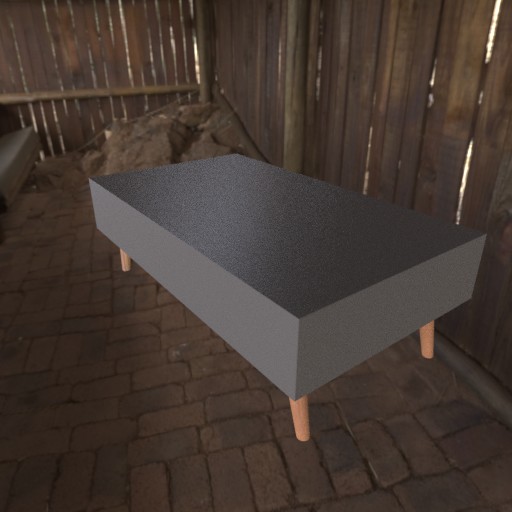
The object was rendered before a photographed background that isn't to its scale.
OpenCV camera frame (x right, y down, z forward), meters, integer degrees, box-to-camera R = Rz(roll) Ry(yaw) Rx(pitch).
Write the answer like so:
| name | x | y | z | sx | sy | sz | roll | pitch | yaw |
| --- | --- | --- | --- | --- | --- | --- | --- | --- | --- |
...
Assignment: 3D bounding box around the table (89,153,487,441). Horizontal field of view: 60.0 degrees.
| name | x | y | z | sx | sy | sz | roll | pitch | yaw |
| --- | --- | --- | --- | --- | --- | --- | --- | --- | --- |
| table | 0.000 | 0.000 | 1.547 | 0.703 | 0.404 | 1.201 | -18 | 31 | -33 |
